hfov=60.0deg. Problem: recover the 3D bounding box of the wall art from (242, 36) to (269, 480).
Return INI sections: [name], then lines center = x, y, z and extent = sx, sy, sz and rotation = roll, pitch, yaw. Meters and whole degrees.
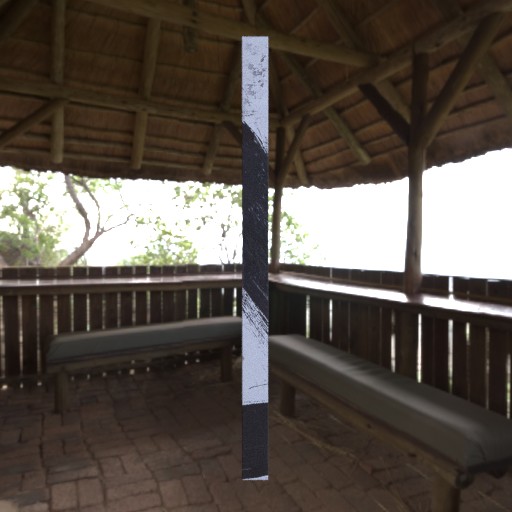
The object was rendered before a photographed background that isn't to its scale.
[wall art]
center = 0.000, 0.000, 1.145
extent = 0.046, 0.765, 0.765
rotation = 0, 1, 0
